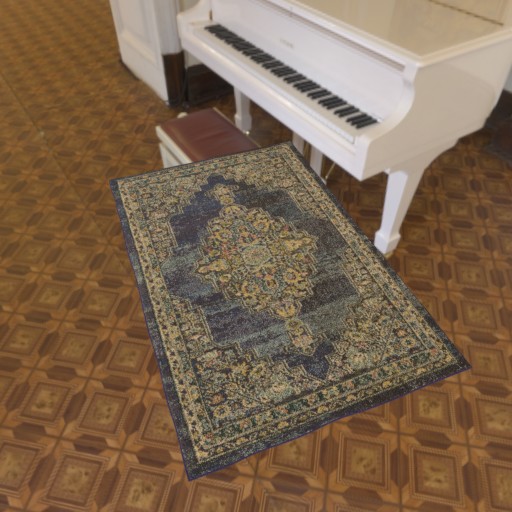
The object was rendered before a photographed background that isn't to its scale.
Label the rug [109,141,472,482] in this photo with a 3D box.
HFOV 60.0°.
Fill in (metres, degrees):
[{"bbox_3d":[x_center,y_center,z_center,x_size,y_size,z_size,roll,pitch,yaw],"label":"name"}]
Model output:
[{"bbox_3d":[0.000,0.000,2.202,1.184,0.012,1.781,-16,49,-14],"label":"rug"}]
